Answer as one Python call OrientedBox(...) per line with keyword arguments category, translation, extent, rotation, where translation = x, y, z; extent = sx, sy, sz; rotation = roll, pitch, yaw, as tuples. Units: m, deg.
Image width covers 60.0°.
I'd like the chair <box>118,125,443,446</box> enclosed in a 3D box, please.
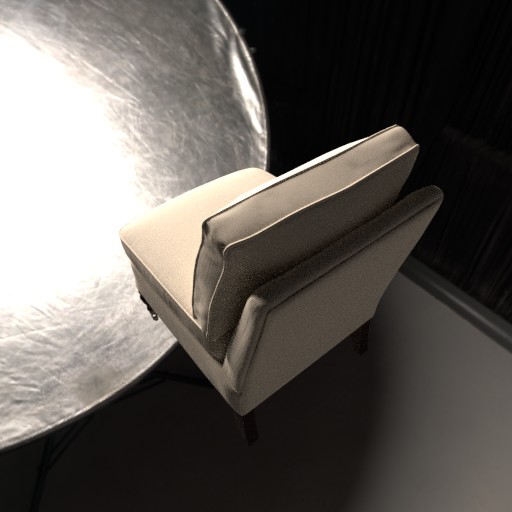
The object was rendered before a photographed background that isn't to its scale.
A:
OrientedBox(category="chair", translation=(0.000, 0.000, 1.410), extent=(0.630, 0.887, 0.781), rotation=(-30, 52, -26))
